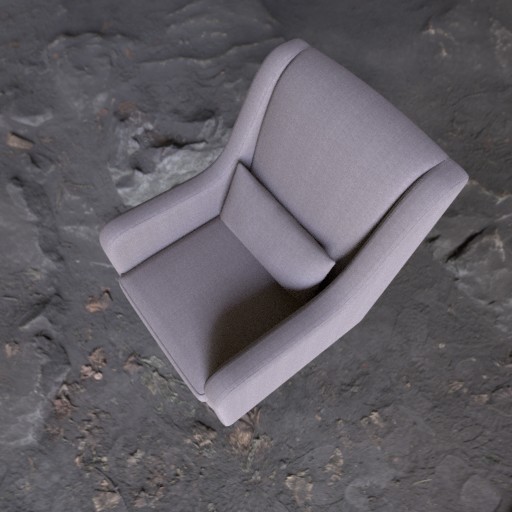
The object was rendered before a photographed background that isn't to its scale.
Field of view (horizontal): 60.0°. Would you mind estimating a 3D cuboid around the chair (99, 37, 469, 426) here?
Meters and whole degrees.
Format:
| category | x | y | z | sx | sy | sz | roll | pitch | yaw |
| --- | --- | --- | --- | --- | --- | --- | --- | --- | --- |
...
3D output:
| category | x | y | z | sx | sy | sz | roll | pitch | yaw |
| --- | --- | --- | --- | --- | --- | --- | --- | --- | --- |
| chair | 0.000 | 0.000 | 1.577 | 0.890 | 1.017 | 0.715 | -35 | 68 | -16 |
